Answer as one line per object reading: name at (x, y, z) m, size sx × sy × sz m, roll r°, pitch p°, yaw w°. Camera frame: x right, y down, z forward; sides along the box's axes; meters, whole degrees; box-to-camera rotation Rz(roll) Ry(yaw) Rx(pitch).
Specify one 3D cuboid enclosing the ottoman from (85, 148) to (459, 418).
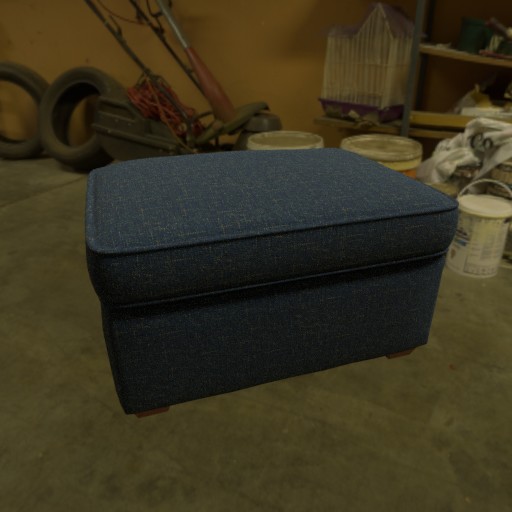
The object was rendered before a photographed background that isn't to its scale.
ottoman at (0.000, 0.000, 1.099) m, size 0.749 × 0.450 × 0.549 m, roll -8°, pitch 28°, yaw -16°
